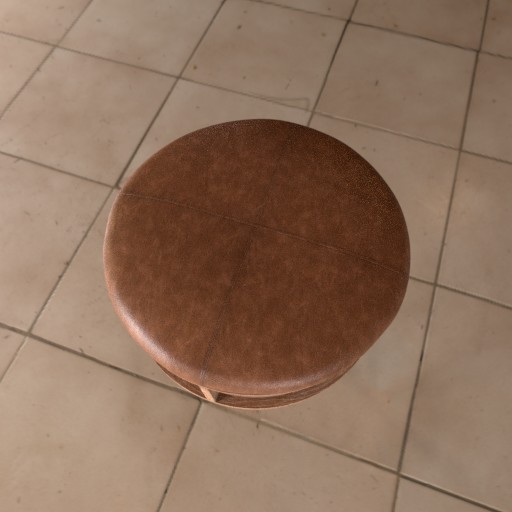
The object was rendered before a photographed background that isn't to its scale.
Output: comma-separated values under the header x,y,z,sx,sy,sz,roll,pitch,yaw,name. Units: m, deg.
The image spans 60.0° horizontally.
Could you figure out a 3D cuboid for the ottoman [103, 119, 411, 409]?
x,y,z,sx,sy,sz,roll,pitch,yaw,name
0.000,0.000,1.590,1.006,0.445,1.006,0,64,0,ottoman
